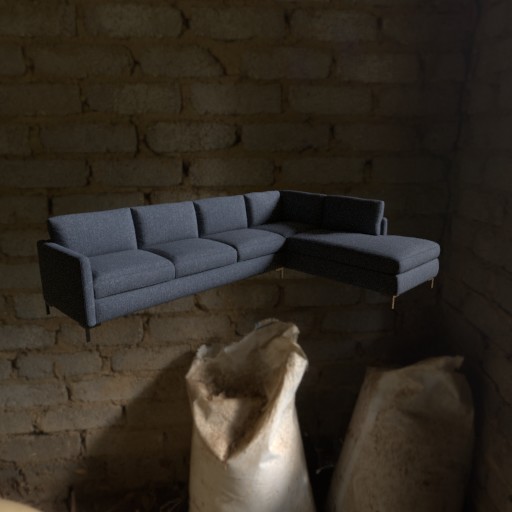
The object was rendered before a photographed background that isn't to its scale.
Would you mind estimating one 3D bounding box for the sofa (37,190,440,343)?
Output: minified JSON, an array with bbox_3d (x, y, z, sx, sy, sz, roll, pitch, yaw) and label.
[{"bbox_3d":[0.000,0.000,3.828,2.949,0.815,2.007,-14,21,-43],"label":"sofa"}]
